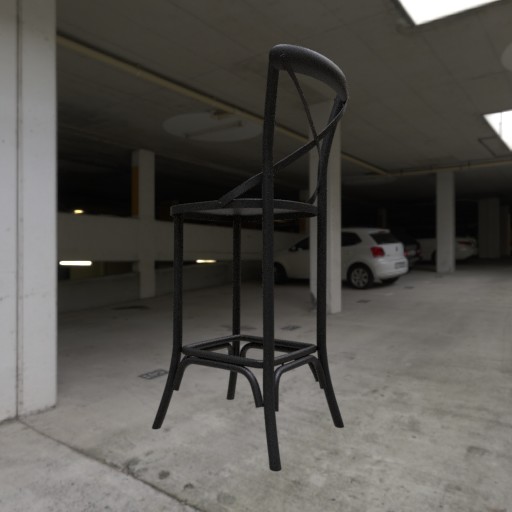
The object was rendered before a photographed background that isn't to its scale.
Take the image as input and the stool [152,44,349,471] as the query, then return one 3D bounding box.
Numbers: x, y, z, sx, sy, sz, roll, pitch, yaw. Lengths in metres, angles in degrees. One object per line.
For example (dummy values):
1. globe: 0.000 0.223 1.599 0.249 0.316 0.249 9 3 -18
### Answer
1. stool: 0.000 0.000 1.501 0.584 1.168 0.457 0 0 37
